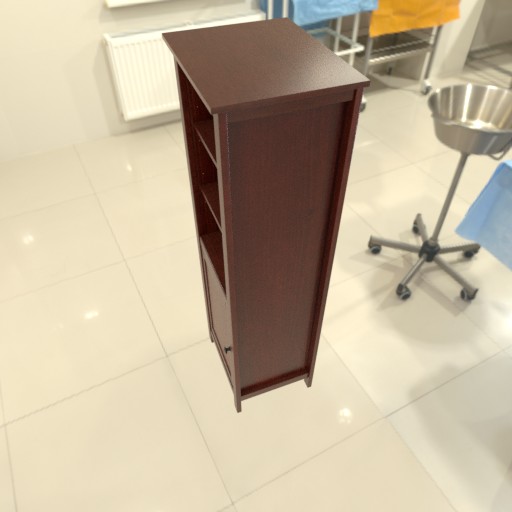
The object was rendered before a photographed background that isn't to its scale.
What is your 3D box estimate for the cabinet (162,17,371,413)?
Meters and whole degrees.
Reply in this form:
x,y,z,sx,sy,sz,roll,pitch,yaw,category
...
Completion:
x,y,z,sx,sy,sz,roll,pitch,yaw,category
0.000,0.000,1.716,0.401,1.518,0.500,-15,47,-15,cabinet
